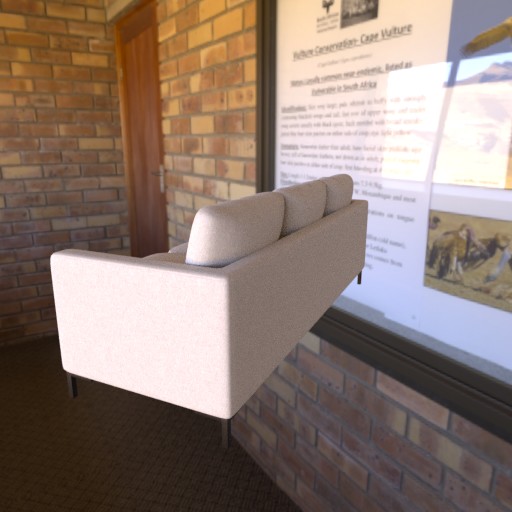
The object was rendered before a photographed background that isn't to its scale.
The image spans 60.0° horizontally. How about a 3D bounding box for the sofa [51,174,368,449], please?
[{"bbox_3d":[0.000,0.000,2.645,0.859,0.874,2.218,7,16,25],"label":"sofa"}]
